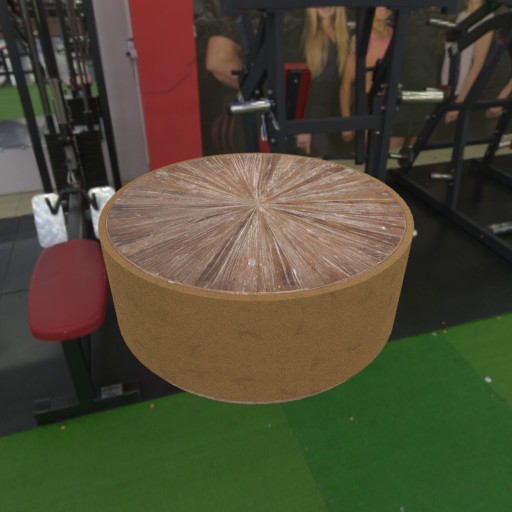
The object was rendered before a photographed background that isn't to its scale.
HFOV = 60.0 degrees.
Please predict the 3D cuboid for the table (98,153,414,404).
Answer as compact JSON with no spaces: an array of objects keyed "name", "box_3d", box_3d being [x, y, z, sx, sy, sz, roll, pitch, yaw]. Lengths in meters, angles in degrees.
[{"name":"table","box_3d":[0.000,0.000,1.572,1.001,0.409,1.001,0,33,0]}]
